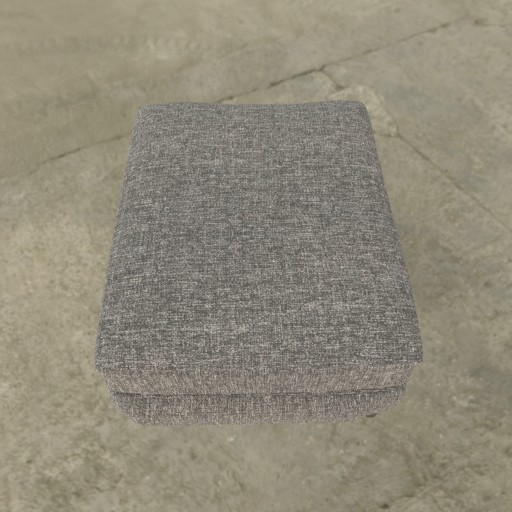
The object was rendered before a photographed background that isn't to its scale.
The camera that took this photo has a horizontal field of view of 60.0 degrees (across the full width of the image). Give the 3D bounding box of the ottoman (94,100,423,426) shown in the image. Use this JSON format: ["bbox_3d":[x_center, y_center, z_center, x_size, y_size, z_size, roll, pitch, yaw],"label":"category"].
[{"bbox_3d":[0.000,0.000,1.182,0.683,0.480,0.828,-1,58,-1],"label":"ottoman"}]
